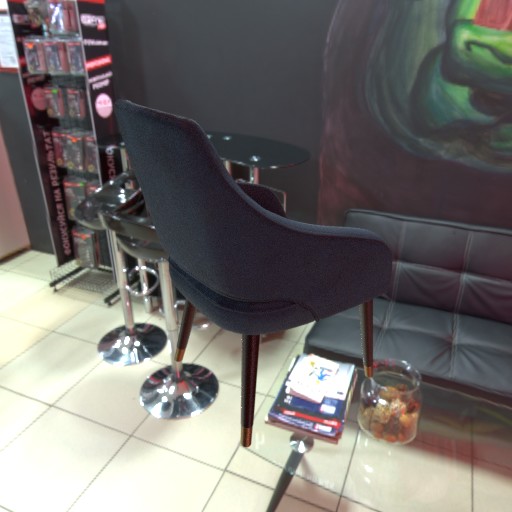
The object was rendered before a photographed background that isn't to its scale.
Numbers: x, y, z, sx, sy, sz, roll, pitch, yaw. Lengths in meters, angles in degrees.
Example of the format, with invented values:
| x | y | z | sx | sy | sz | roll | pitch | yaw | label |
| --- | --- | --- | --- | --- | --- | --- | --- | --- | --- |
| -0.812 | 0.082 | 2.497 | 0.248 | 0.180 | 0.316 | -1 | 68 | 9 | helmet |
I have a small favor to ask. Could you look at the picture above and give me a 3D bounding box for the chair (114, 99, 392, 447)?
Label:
| x | y | z | sx | sy | sz | roll | pitch | yaw | label |
| --- | --- | --- | --- | --- | --- | --- | --- | --- | --- |
| 0.000 | 0.000 | 1.581 | 0.794 | 1.081 | 0.683 | -17 | 31 | -30 | chair |
